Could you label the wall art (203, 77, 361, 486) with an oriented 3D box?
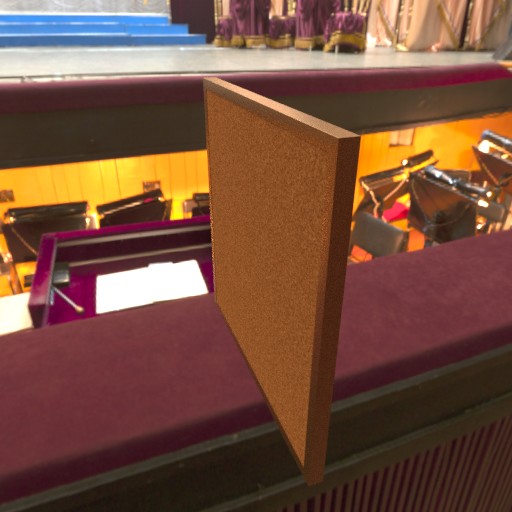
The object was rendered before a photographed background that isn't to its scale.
[{"bbox_3d":[0.000,0.000,1.122,0.036,0.765,0.767,-10,30,-18],"label":"wall art"}]
